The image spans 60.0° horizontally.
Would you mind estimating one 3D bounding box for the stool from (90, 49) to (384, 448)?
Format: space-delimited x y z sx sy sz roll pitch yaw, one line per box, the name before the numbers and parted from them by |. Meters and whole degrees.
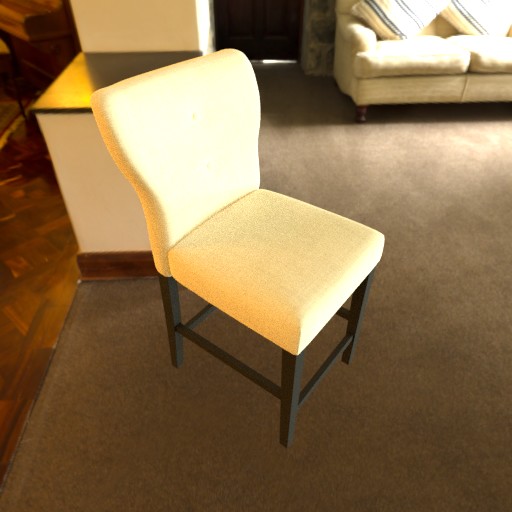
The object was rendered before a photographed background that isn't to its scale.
stool | 0.000 0.000 1.299 0.603 0.972 0.514 26 46 28
